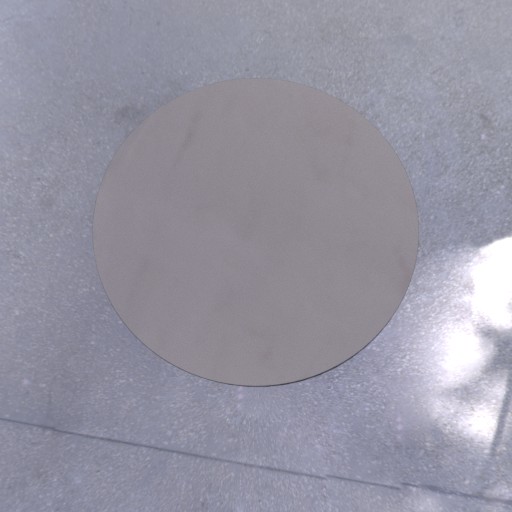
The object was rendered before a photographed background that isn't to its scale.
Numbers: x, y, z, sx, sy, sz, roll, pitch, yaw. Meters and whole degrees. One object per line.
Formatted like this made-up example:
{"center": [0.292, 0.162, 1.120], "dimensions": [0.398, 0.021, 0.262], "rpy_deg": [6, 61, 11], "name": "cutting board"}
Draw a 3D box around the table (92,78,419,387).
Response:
{"center": [0.000, 0.000, 0.892], "dimensions": [0.499, 0.443, 0.499], "rpy_deg": [0, 74, 0], "name": "table"}
